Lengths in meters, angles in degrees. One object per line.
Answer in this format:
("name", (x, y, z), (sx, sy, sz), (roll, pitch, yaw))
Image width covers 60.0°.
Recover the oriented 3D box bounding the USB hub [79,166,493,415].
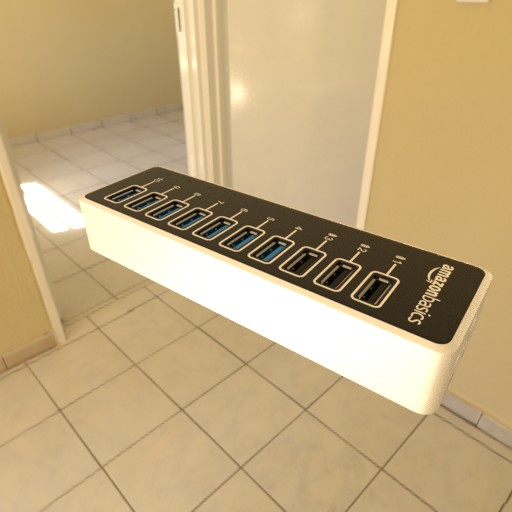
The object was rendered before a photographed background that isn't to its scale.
("USB hub", (0.000, 0.000, 0.159), (0.145, 0.023, 0.044), (22, 39, 30))
